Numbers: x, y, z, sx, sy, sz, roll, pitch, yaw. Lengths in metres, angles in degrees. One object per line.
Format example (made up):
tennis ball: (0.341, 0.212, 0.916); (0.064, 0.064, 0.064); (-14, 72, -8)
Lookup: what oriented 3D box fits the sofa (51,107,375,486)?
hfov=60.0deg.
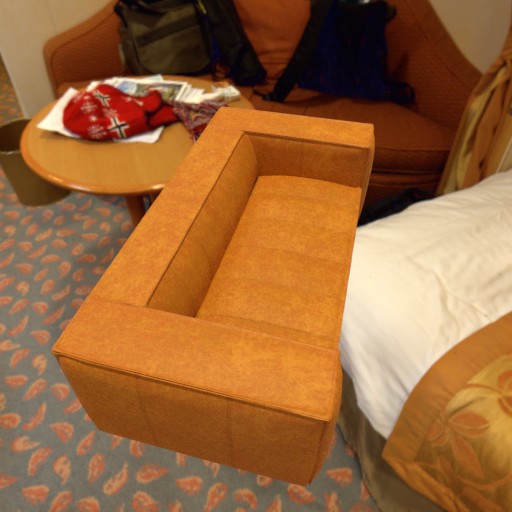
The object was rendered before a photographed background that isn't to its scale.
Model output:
sofa: (0.000, 0.000, 2.466); (1.102, 0.703, 2.088); (10, 45, 10)
